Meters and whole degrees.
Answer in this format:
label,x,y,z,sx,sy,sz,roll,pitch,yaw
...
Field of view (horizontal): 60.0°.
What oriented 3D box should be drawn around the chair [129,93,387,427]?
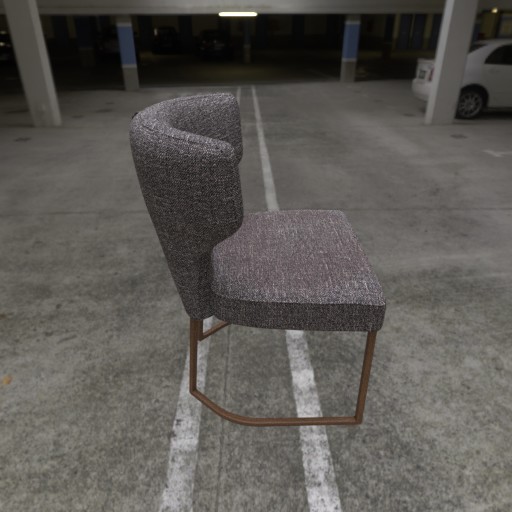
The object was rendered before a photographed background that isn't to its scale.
label,x,y,z,sx,sy,sz,roll,pitch,yaw
chair,0.000,0.000,1.280,0.617,0.824,0.611,-1,29,-1
